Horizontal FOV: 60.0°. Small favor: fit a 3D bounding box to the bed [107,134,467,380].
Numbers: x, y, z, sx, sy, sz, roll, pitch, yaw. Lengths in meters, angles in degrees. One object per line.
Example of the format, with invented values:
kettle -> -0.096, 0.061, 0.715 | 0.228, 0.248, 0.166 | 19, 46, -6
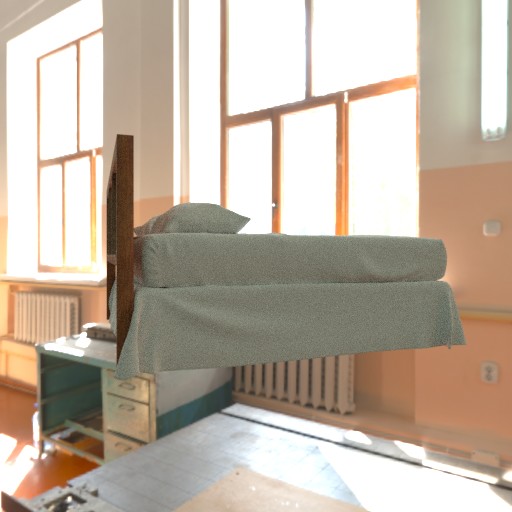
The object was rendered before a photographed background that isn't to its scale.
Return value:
bed -> 0.000, 0.000, 3.403 | 2.165, 1.158, 2.255 | 0, 0, -20
